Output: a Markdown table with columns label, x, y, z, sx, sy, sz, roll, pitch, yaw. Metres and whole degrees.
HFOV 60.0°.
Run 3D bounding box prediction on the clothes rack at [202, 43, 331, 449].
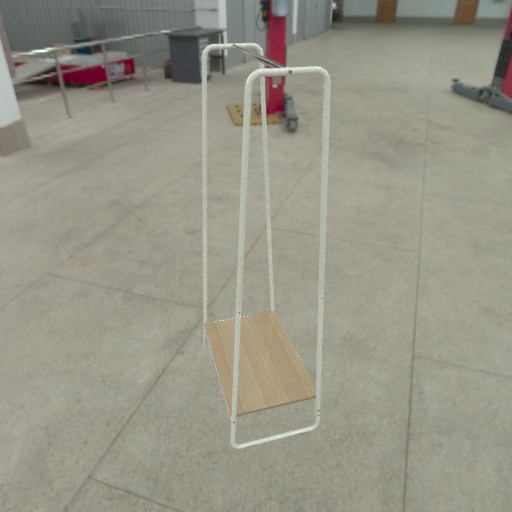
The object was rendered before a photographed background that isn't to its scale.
| label | x | y | z | sx | sy | sz | roll | pitch | yaw |
| --- | --- | --- | --- | --- | --- | --- | --- | --- | --- |
| clothes rack | 0.000 | 0.000 | 1.793 | 0.400 | 1.500 | 0.640 | -9 | 32 | -14 |
